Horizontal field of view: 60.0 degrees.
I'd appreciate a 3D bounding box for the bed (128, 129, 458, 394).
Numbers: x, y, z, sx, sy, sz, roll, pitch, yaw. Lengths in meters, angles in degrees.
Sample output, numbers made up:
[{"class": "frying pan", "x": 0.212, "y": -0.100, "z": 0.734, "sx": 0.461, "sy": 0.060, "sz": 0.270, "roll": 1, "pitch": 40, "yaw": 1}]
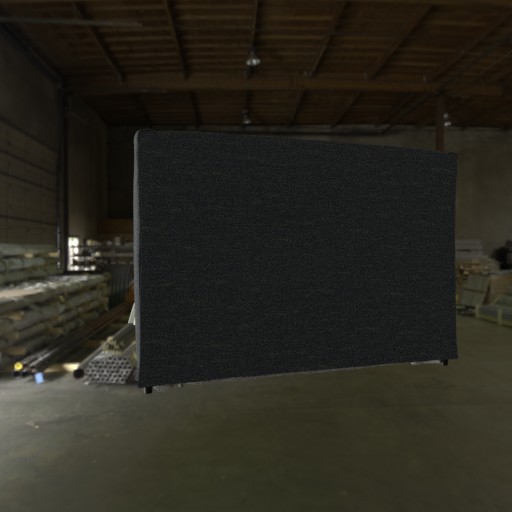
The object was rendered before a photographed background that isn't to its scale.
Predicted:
[{"class": "bed", "x": 0.000, "y": 0.000, "z": 3.514, "sx": 1.925, "sy": 1.332, "sz": 2.276, "roll": 0, "pitch": 1, "yaw": -17}]
